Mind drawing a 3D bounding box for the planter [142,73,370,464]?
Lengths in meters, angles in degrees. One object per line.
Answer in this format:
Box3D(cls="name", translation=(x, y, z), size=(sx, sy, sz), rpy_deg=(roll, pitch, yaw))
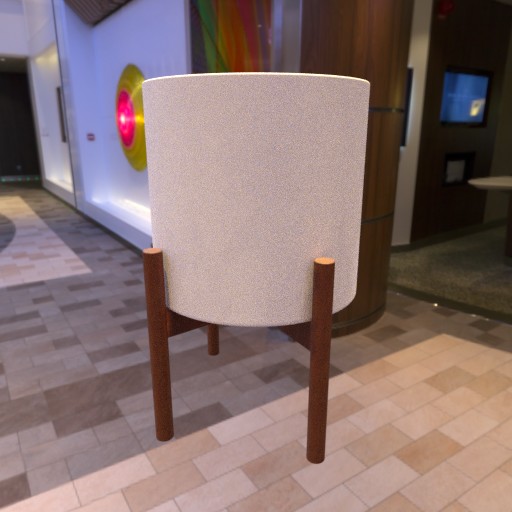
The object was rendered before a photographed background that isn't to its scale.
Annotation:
Box3D(cls="planter", translation=(0.000, 0.000, 0.929), size=(0.417, 0.670, 0.417), rpy_deg=(3, 17, 10))
